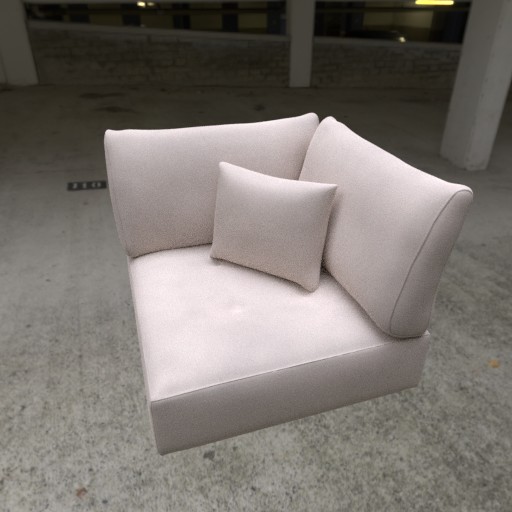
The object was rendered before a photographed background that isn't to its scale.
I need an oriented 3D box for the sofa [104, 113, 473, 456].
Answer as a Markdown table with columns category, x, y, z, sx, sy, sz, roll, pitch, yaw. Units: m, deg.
| category | x | y | z | sx | sy | sz | roll | pitch | yaw |
| --- | --- | --- | --- | --- | --- | --- | --- | --- | --- |
| sofa | 0.000 | 0.000 | 1.710 | 1.000 | 0.820 | 1.000 | -9 | 32 | -15 |
